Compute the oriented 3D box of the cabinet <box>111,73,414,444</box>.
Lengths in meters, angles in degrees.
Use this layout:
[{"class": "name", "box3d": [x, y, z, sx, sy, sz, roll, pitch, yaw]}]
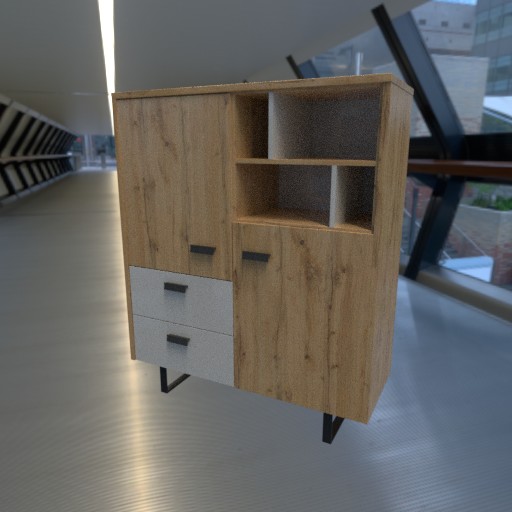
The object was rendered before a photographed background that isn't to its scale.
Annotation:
[{"class": "cabinet", "box3d": [0.000, 0.000, 1.987, 1.168, 1.397, 0.473, 7, 16, 26]}]
